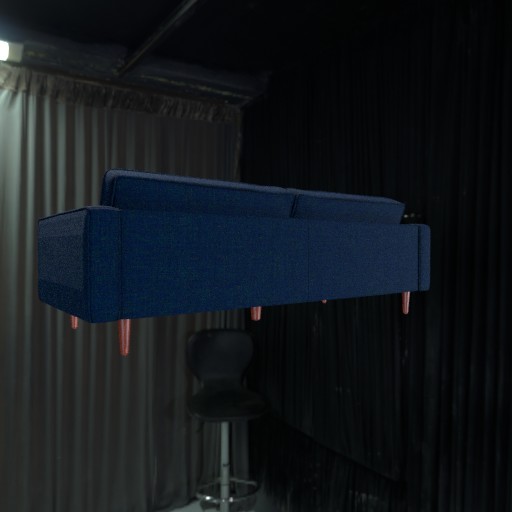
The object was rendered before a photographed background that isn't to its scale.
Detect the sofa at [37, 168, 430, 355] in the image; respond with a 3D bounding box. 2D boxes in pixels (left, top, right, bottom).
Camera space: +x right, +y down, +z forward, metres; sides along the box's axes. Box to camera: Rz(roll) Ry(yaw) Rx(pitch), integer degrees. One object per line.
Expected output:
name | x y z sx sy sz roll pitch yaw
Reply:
sofa | 0.000 0.000 2.620 2.210 0.762 0.914 -1 1 -37
